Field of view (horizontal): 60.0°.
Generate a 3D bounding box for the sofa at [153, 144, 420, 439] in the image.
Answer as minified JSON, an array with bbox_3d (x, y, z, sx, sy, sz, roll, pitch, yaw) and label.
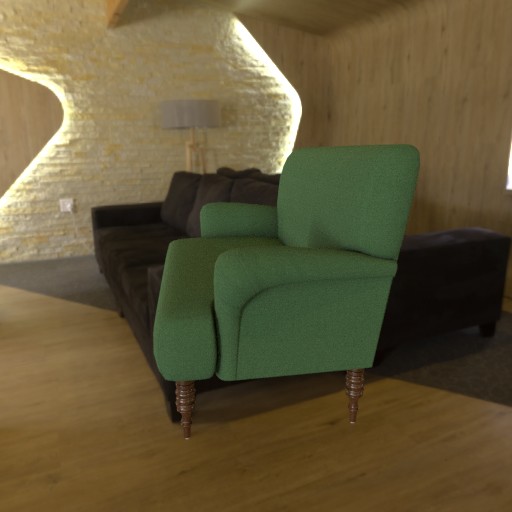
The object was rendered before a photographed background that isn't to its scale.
[{"bbox_3d":[0.000,0.000,1.842,0.779,0.889,1.297,-2,13,-9],"label":"sofa"}]
